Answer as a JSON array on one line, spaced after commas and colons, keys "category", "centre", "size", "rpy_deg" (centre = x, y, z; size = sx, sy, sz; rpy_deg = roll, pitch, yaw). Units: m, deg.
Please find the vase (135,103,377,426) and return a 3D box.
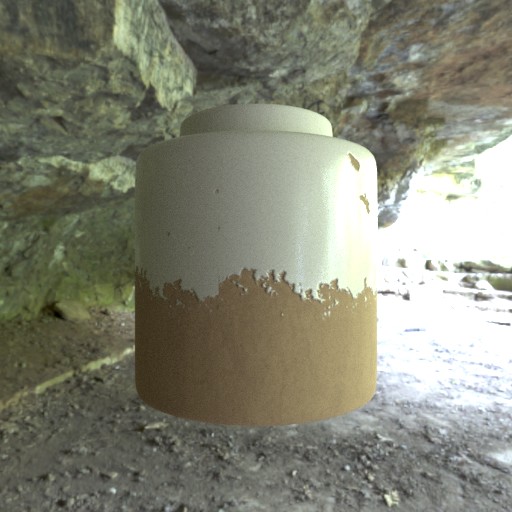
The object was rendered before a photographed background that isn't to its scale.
[{"category": "vase", "centre": [0.000, 0.000, 0.290], "size": [0.153, 0.167, 0.153], "rpy_deg": [0, 0, 0]}]
